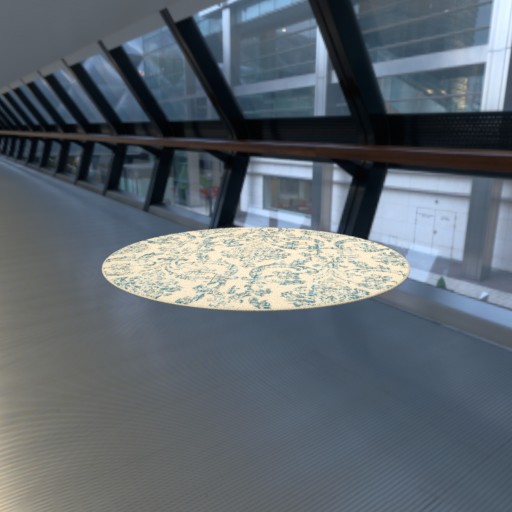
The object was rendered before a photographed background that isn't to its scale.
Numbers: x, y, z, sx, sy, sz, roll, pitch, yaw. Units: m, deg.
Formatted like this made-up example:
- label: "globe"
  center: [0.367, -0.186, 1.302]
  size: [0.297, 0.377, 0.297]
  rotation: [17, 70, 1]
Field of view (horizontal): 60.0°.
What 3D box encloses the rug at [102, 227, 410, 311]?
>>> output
- label: "rug"
  center: [0.000, 0.000, 2.414]
  size: [1.593, 0.012, 1.593]
  rotation: [0, 15, 0]
